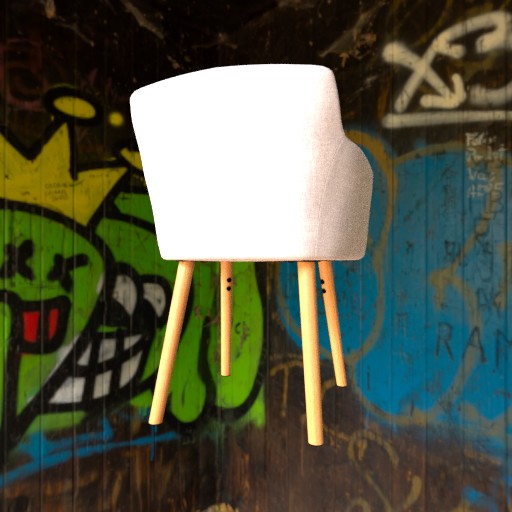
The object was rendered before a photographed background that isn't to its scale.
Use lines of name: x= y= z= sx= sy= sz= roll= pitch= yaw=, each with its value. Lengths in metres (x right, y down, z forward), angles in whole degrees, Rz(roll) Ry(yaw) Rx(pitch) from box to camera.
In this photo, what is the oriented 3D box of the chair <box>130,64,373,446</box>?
chair: x=0.000 y=0.000 z=1.155 sx=0.570 sy=0.780 sz=0.540 roll=0 pitch=0 yaw=18
